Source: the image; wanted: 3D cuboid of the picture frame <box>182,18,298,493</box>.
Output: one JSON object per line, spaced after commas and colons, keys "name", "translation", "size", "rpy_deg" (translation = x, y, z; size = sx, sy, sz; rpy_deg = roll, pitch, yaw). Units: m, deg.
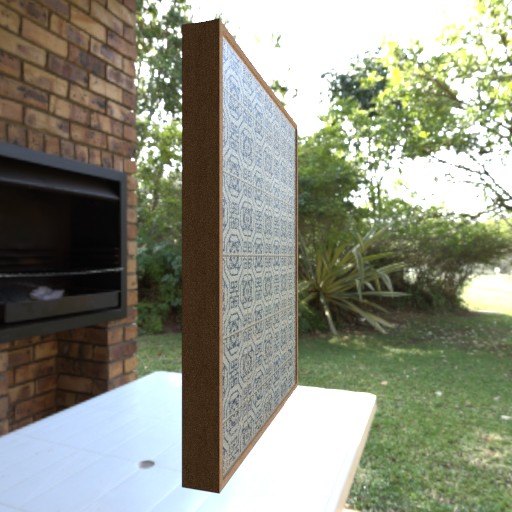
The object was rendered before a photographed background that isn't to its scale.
{"name": "picture frame", "translation": [0.000, 0.000, 0.698], "size": [0.046, 0.526, 0.421], "rpy_deg": [0, 0, 17]}
